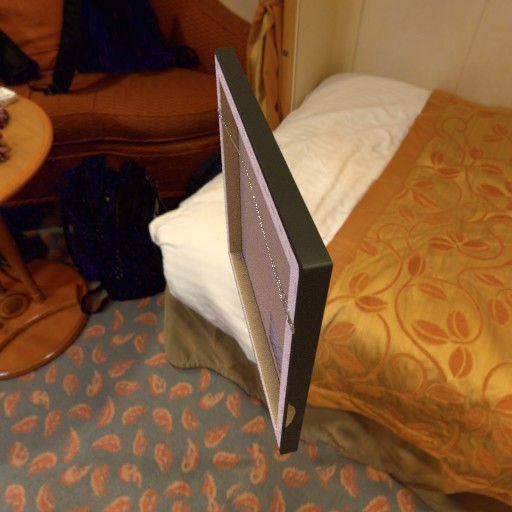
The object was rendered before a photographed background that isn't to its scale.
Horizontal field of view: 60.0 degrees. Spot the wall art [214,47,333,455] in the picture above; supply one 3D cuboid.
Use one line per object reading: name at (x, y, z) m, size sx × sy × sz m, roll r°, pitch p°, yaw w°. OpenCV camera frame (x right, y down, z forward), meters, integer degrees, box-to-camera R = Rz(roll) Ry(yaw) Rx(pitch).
wall art at (0.000, 0.000, 0.926) m, size 0.043 × 0.611 × 0.610 m, roll -10°, pitch 48°, yaw -9°
